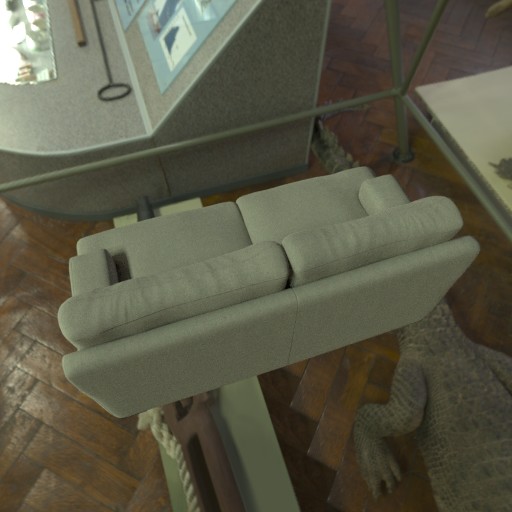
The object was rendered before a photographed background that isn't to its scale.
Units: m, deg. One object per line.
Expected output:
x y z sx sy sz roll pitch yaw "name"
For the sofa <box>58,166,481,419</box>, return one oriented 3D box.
0.000 0.000 2.318 1.855 0.980 0.962 -16 59 -10 "sofa"
